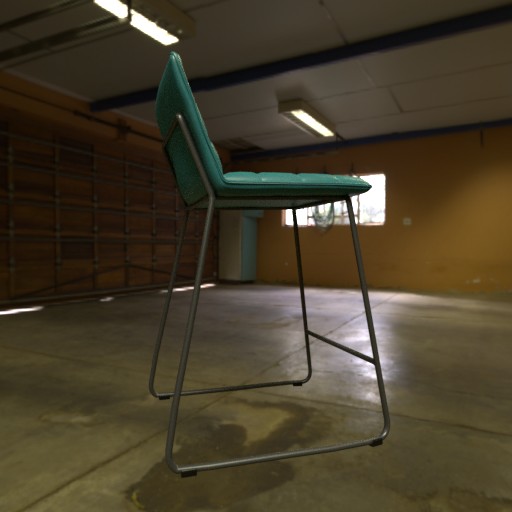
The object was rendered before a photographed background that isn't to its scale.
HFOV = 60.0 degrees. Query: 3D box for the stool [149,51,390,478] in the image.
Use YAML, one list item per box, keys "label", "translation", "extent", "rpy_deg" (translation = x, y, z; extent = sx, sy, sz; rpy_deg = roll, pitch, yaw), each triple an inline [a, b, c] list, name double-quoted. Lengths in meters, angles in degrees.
- label: "stool"
  translation: [0.000, 0.000, 1.169]
  extent: [0.524, 0.866, 0.489]
  rpy_deg: [0, 1, -18]
